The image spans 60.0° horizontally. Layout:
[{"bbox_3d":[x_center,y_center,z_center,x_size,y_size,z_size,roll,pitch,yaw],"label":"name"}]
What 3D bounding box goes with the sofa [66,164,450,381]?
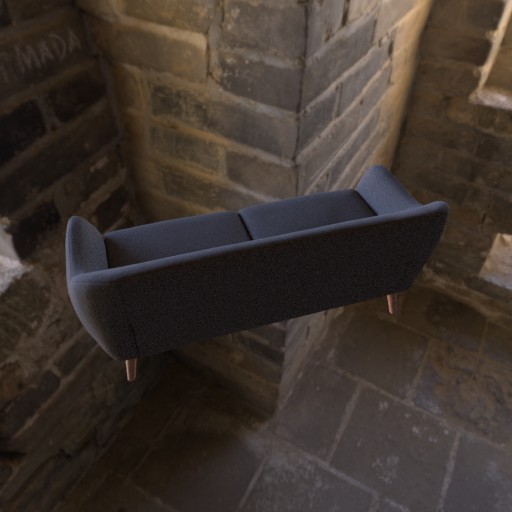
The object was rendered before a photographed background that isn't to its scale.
[{"bbox_3d":[0.000,0.000,2.336,1.840,0.820,0.820,-12,43,-13],"label":"sofa"}]
